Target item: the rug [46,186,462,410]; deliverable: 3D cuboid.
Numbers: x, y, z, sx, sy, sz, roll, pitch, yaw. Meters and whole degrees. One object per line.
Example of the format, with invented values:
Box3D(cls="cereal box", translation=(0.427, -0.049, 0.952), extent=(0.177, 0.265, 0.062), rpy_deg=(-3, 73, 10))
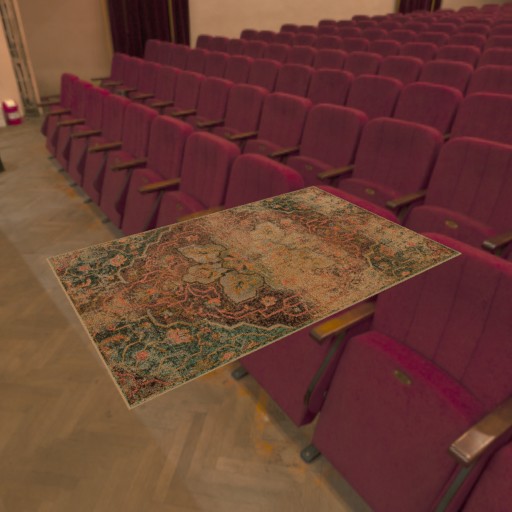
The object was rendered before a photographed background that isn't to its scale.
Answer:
Box3D(cls="rug", translation=(0.000, 0.000, 2.972), extent=(2.363, 0.004, 1.566), rpy_deg=(-18, 35, -29))
